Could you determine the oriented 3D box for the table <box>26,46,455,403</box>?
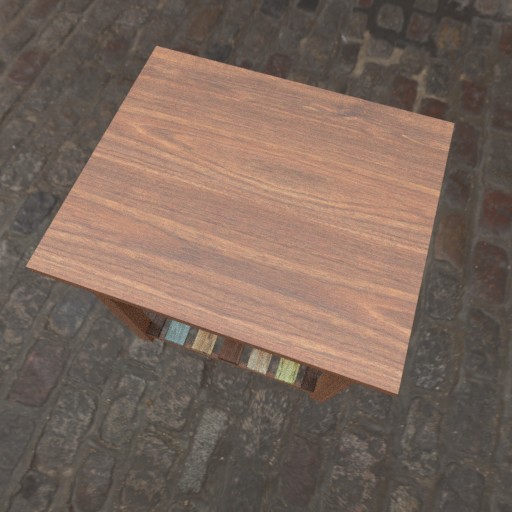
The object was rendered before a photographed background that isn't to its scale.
[{"bbox_3d":[0.000,0.000,1.129,0.660,0.635,0.559,18,68,7],"label":"table"}]
